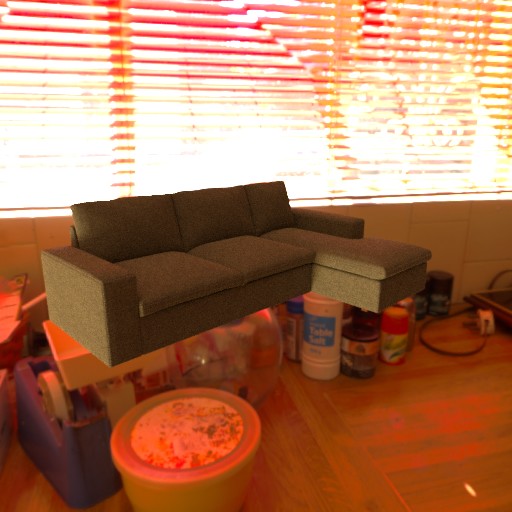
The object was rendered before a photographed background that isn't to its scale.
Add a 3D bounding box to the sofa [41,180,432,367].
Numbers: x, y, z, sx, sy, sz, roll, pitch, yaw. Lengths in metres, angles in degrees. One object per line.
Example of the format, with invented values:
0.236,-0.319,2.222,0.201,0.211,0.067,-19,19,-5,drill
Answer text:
0.000,0.000,3.564,2.718,0.940,1.689,-15,21,-42,sofa
